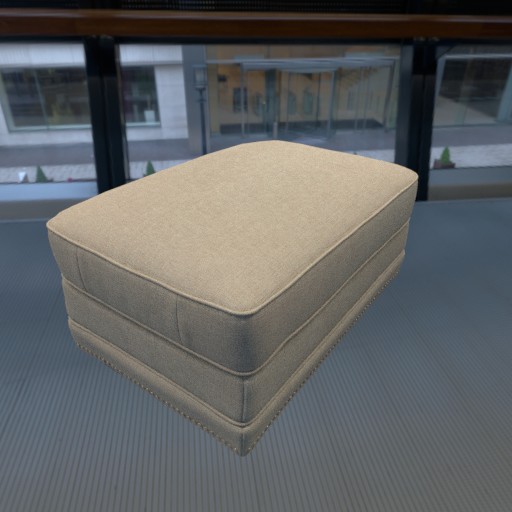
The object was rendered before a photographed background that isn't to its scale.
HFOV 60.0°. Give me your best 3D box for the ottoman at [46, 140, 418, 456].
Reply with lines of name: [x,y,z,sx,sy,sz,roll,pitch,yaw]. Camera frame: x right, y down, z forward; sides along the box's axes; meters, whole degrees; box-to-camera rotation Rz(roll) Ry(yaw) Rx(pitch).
ottoman: [0.000,0.000,1.144,0.559,0.458,0.813,20,36,30]
